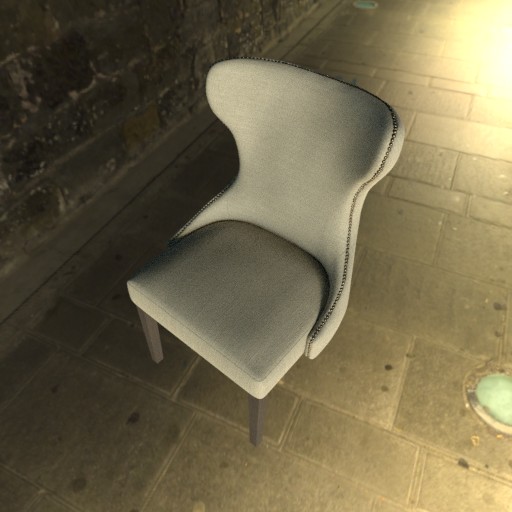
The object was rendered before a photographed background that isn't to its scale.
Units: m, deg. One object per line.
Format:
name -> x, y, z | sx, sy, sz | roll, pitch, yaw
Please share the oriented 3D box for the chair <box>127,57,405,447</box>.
chair -> 0.000, 0.000, 1.378 | 0.628, 0.967, 0.635 | 31, 53, 27
